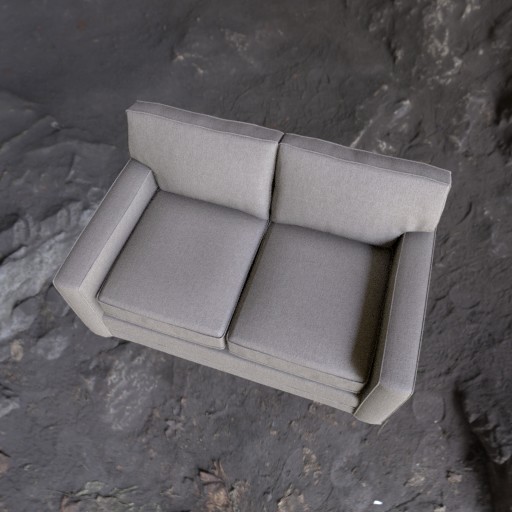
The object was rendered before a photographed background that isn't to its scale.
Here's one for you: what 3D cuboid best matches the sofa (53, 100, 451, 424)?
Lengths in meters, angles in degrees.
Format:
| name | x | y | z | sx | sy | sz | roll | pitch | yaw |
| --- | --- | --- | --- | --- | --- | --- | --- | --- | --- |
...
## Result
| name | x | y | z | sx | sy | sz | roll | pitch | yaw |
| --- | --- | --- | --- | --- | --- | --- | --- | --- | --- |
| sofa | 0.000 | 0.000 | 2.029 | 1.484 | 0.853 | 0.940 | 15 | 59 | 9 |
